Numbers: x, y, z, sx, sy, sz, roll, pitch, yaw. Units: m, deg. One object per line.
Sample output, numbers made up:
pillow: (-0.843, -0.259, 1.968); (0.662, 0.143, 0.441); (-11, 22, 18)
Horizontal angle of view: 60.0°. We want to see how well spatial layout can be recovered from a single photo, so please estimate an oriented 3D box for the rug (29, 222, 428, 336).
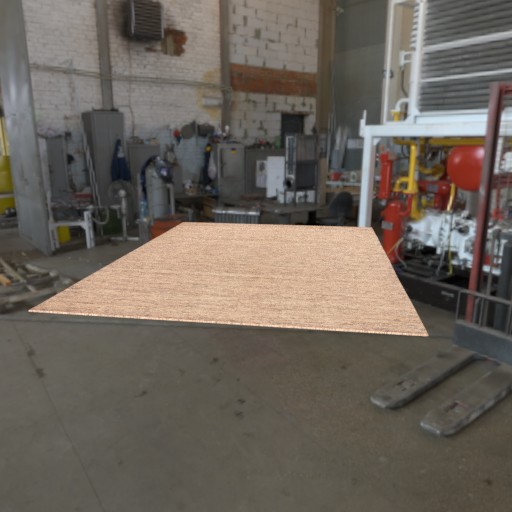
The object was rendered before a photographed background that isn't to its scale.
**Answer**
rug: (0.000, 0.000, 4.181); (2.448, 0.013, 3.205); (2, 15, 8)
